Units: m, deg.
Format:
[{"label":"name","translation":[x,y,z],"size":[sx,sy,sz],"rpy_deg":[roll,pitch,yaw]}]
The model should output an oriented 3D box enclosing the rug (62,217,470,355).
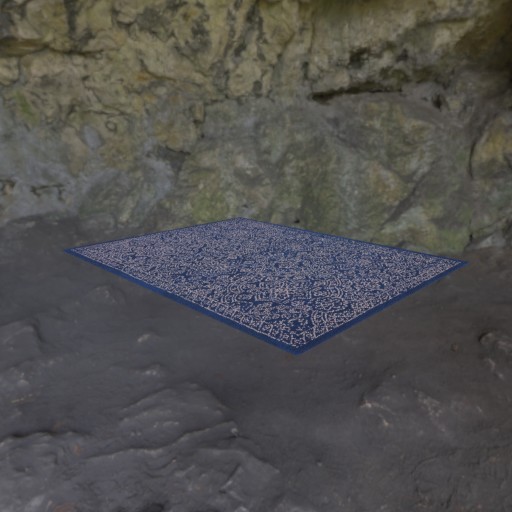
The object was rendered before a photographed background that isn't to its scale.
[{"label":"rug","translation":[0.000,0.000,4.217],"size":[3.048,0.010,2.438],"rpy_deg":[15,22,43]}]
